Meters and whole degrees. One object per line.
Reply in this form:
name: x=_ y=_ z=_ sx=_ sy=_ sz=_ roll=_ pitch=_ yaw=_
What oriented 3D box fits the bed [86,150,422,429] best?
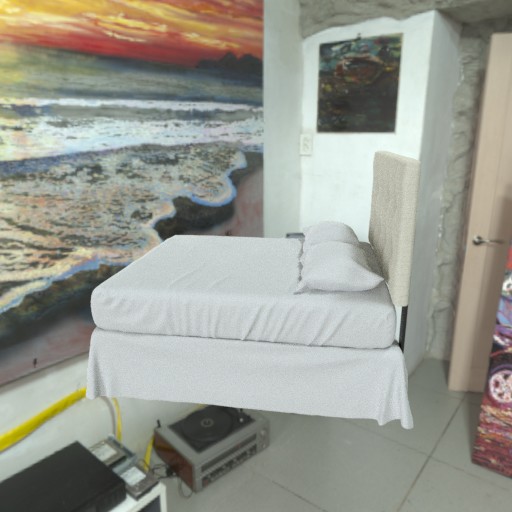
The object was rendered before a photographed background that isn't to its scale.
bed: x=0.000 y=0.000 z=3.488 sx=2.222 sy=1.577 sz=1.936 roll=2 pitch=16 yaw=9
